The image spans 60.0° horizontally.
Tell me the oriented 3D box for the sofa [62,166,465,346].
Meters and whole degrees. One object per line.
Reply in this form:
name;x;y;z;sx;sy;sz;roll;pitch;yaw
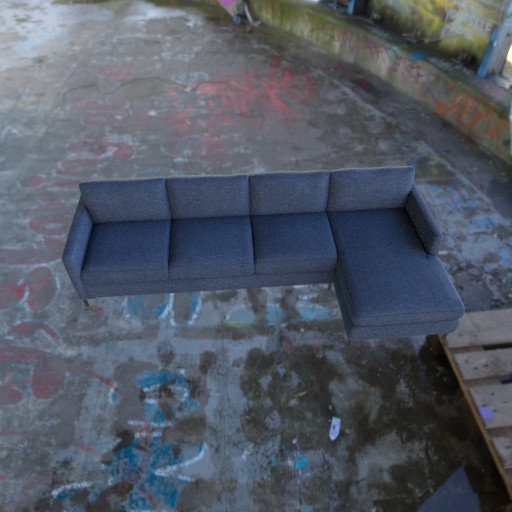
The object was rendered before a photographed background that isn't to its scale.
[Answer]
sofa;0.000;0.000;3.526;2.932;0.810;1.350;-3;47;-3
